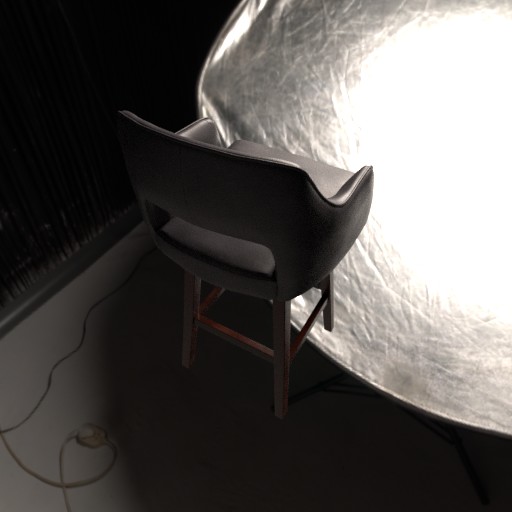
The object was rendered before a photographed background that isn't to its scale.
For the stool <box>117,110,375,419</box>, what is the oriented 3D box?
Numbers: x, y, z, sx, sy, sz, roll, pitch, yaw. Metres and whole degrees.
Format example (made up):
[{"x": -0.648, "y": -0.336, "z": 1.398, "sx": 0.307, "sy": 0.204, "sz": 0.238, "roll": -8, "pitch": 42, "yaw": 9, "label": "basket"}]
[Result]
[{"x": 0.000, "y": 0.000, "z": 1.328, "sx": 0.550, "sy": 1.041, "sz": 0.560, "roll": 22, "pitch": 49, "yaw": 21, "label": "stool"}]
